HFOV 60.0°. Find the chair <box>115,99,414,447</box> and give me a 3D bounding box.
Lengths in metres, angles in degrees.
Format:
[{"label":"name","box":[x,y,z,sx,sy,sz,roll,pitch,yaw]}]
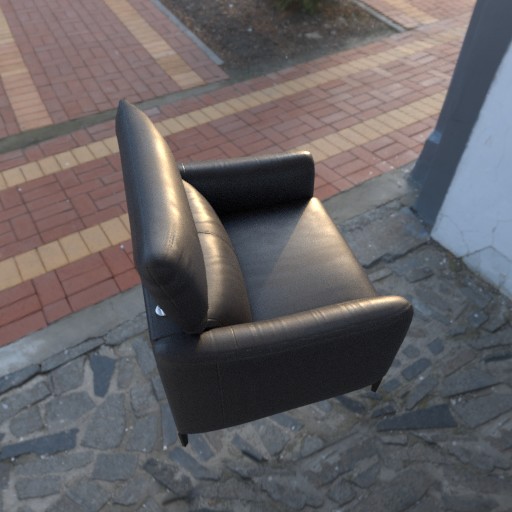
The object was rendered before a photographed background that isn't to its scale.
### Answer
[{"label":"chair","box":[0.000,0.000,1.630,0.809,0.949,0.976,-12,47,-11]}]
